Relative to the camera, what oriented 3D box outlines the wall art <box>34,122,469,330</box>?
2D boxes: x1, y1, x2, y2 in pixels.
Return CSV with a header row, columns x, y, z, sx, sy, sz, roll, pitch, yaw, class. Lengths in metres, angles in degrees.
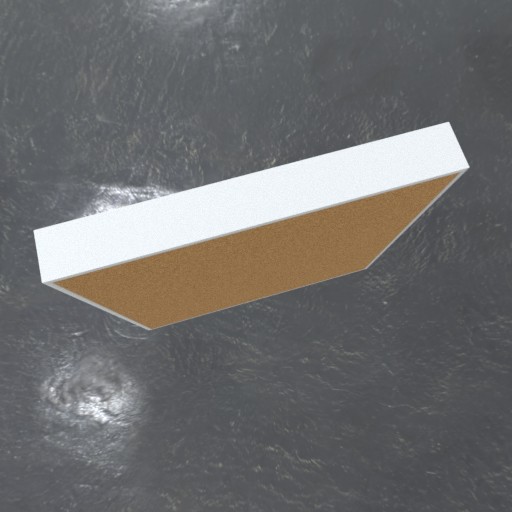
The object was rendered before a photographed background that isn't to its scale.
x,y,z,sx,sy,sz,roll,pitch,yaw,class
0.000,0.000,0.456,0.305,0.304,0.038,-15,75,-4,wall art
